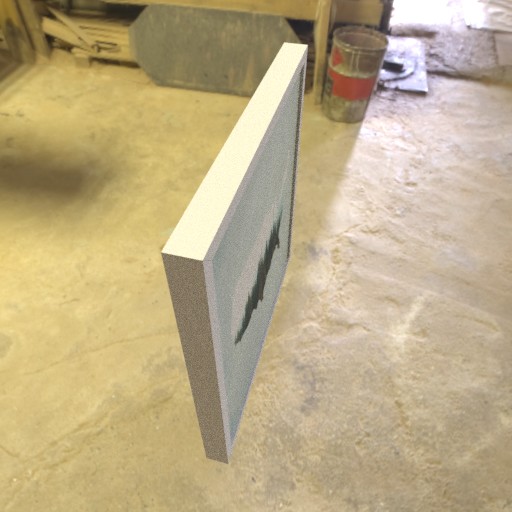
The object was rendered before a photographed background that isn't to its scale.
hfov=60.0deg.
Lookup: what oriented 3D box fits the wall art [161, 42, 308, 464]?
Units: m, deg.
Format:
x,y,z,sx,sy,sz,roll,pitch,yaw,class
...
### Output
x,y,z,sx,sy,sz,roll,pitch,yaw,class
0.000,0.000,0.750,0.040,0.509,0.509,11,47,10,wall art
